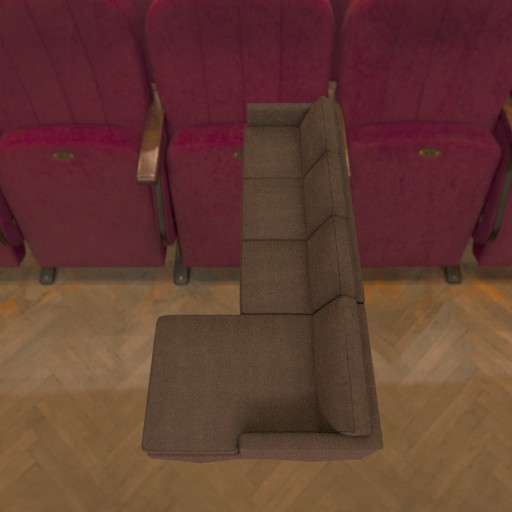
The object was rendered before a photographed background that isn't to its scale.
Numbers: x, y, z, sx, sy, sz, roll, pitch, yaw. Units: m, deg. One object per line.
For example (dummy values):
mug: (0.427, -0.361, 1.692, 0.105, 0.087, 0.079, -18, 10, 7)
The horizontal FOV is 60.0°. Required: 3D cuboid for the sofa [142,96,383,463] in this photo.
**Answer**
sofa: (0.000, 0.000, 3.839, 1.650, 0.922, 3.205, 0, 60, 0)
